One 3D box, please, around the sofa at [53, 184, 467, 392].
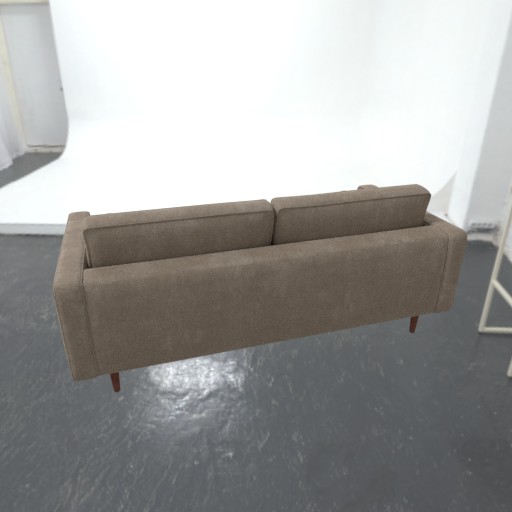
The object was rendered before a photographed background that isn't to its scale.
[{"bbox_3d":[0.000,0.000,2.328,1.883,0.769,0.920,-8,26,-15],"label":"sofa"}]
